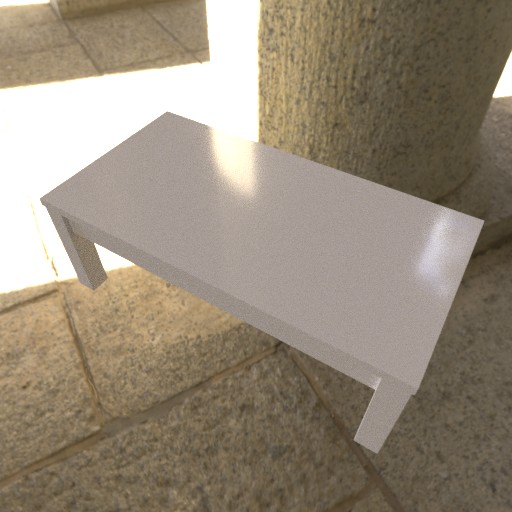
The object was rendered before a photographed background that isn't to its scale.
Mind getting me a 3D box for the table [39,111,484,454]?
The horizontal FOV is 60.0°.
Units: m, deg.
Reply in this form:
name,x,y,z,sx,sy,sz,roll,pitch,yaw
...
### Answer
name,x,y,z,sx,sy,sz,roll,pitch,yaw
table,0.000,0.000,1.681,1.350,0.470,0.700,24,52,21
